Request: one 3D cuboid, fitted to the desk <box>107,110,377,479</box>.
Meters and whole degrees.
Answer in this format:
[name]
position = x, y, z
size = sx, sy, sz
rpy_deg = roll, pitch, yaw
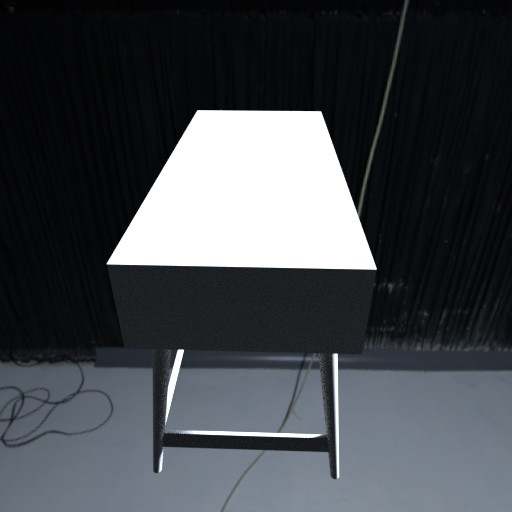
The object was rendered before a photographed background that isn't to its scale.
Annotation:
[desk]
position = 0.000, 0.000, 1.693
size = 0.589, 0.762, 1.313
rpy_deg = 1, 32, 2
